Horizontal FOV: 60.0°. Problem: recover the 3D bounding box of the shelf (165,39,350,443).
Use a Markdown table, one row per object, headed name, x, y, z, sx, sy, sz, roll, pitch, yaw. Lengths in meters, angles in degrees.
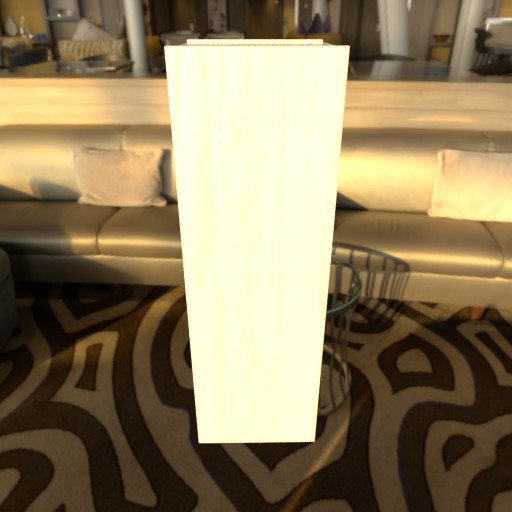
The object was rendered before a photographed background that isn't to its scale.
| name | x | y | z | sx | sy | sz | roll | pitch | yaw |
| --- | --- | --- | --- | --- | --- | --- | --- | --- | --- |
| shelf | 0.000 | 0.000 | 1.035 | 0.290 | 0.900 | 0.300 | 0 | 28 | -1 |
